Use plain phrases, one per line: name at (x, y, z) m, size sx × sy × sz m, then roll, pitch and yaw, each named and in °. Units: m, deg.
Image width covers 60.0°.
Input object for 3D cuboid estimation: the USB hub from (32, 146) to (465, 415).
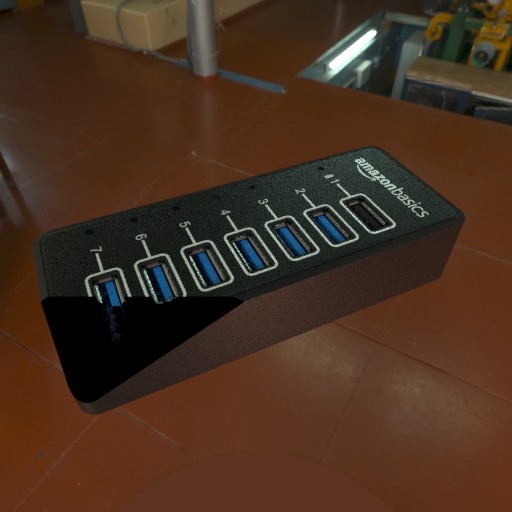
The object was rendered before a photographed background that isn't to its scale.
USB hub at (0.000, 0.000, 0.126) m, size 0.110 × 0.023 × 0.044 m, roll -18°, pitch 47°, yaw -18°
